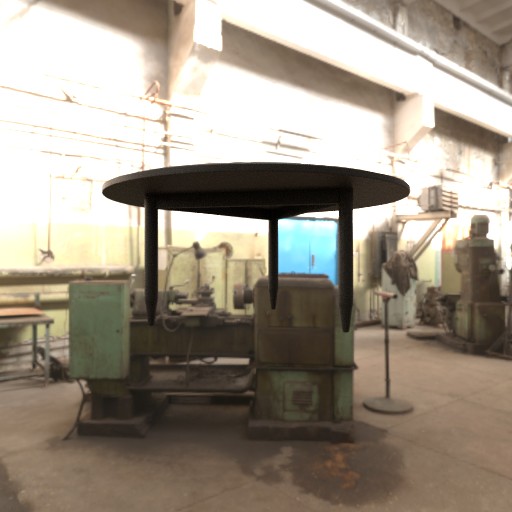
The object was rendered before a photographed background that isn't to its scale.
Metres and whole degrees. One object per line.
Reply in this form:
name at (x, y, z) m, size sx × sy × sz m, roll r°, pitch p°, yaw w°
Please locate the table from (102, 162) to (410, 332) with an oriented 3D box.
table at (0.000, 0.000, 1.368) m, size 0.900 × 0.400 × 0.900 m, roll 0°, pitch 0°, yaw 0°
